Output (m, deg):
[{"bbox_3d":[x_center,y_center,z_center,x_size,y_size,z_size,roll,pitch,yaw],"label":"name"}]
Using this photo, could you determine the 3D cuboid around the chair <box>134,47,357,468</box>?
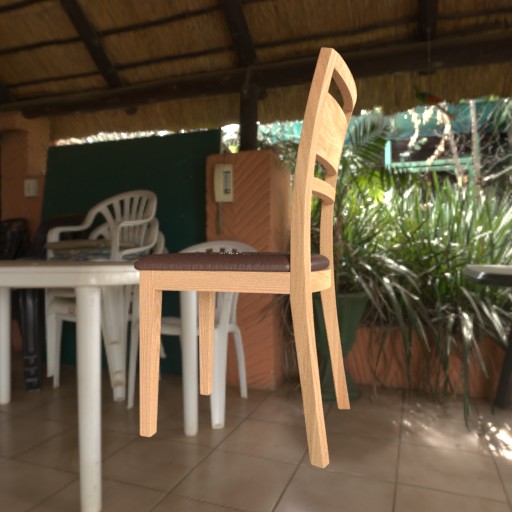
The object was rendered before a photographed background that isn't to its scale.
[{"bbox_3d":[0.000,0.000,1.254,0.545,0.940,0.420,0,1,19],"label":"chair"}]
